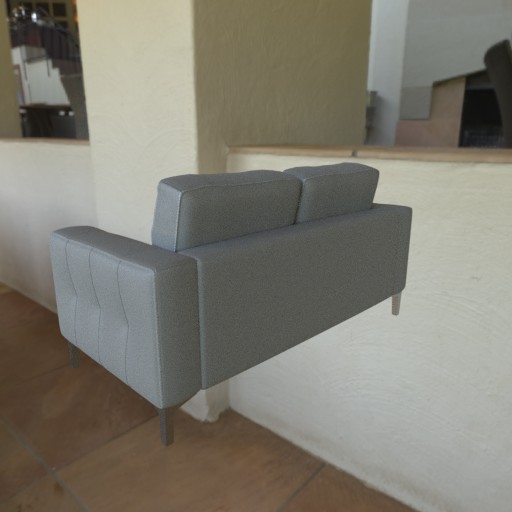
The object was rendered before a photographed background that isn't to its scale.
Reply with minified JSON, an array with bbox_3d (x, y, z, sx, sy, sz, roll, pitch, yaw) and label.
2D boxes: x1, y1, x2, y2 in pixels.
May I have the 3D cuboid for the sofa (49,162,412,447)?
[{"bbox_3d":[0.000,0.000,2.226,0.833,0.893,1.726,15,21,43],"label":"sofa"}]
